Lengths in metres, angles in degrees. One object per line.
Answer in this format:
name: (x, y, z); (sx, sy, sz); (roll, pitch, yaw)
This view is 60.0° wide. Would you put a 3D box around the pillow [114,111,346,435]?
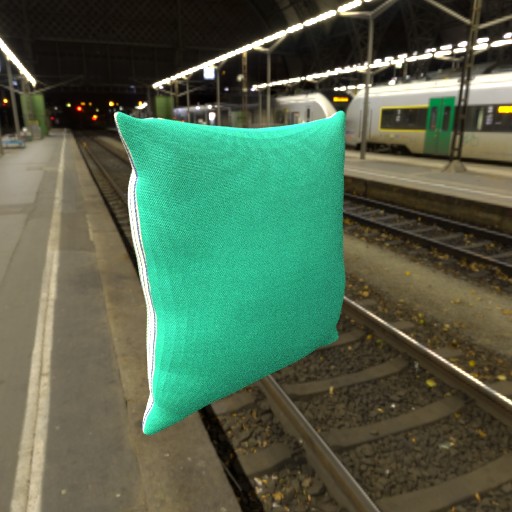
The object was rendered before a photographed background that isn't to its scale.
pillow: (0.000, 0.000, 0.699); (0.440, 0.441, 0.182); (-15, 23, -41)
